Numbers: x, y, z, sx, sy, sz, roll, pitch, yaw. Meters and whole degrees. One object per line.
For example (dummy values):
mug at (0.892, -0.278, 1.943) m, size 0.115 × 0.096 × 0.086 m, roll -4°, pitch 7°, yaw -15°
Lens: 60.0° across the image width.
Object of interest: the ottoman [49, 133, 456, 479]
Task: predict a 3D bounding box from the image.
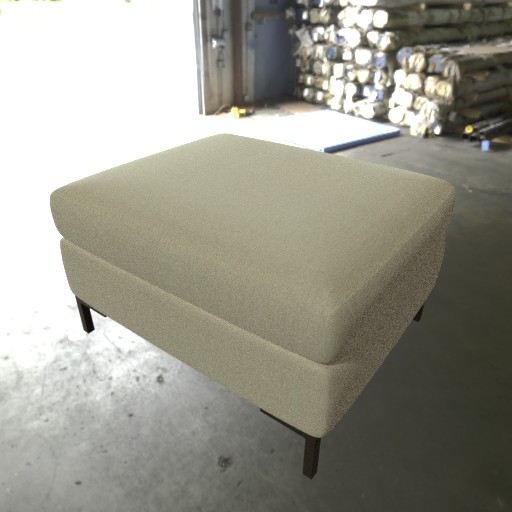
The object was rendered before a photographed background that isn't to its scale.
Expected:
ottoman at (0.000, 0.000, 1.151) m, size 0.794 × 0.453 × 0.657 m, roll 21°, pitch 37°, yaw 31°
